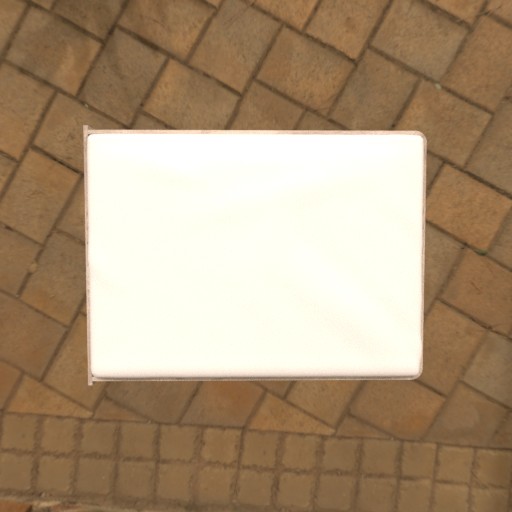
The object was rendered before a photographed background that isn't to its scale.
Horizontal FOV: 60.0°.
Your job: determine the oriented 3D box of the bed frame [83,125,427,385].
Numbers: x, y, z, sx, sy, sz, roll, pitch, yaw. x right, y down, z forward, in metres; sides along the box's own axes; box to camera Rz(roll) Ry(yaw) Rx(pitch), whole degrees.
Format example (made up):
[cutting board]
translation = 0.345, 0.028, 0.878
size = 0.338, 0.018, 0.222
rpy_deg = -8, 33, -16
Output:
[bed frame]
translation = 0.000, 0.000, 2.668
size = 1.950, 0.462, 1.490
rpy_deg = 0, 93, -1
